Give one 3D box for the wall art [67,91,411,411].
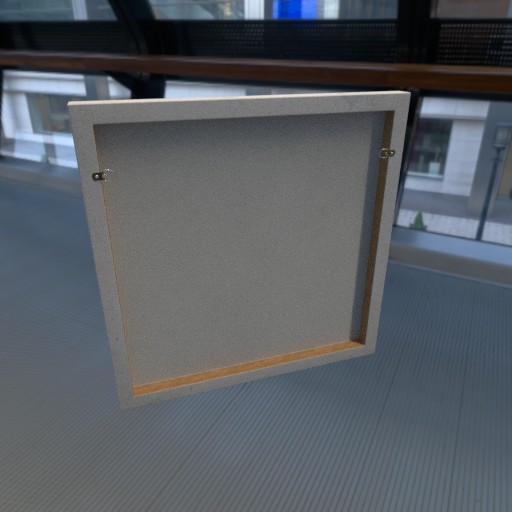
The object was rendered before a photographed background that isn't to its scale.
[{"bbox_3d":[0.000,0.000,0.900,0.612,0.612,0.040,-8,26,-17],"label":"wall art"}]
